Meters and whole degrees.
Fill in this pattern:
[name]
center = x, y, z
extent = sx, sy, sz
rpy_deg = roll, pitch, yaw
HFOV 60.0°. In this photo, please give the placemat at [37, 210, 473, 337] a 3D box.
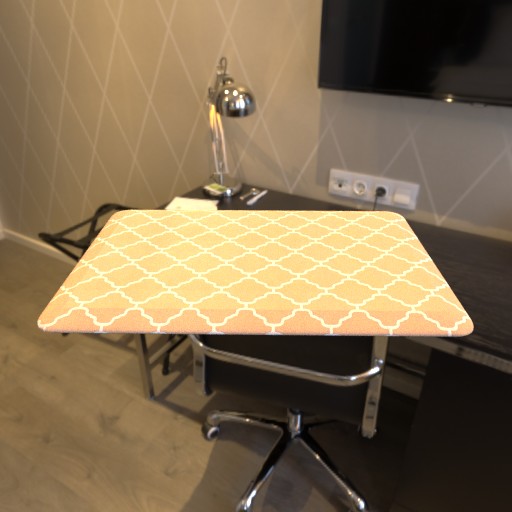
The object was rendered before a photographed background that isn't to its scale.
[placemat]
center = 0.000, 0.000, 0.964
extent = 0.762, 0.021, 0.508
rpy_deg = 0, 30, 1
